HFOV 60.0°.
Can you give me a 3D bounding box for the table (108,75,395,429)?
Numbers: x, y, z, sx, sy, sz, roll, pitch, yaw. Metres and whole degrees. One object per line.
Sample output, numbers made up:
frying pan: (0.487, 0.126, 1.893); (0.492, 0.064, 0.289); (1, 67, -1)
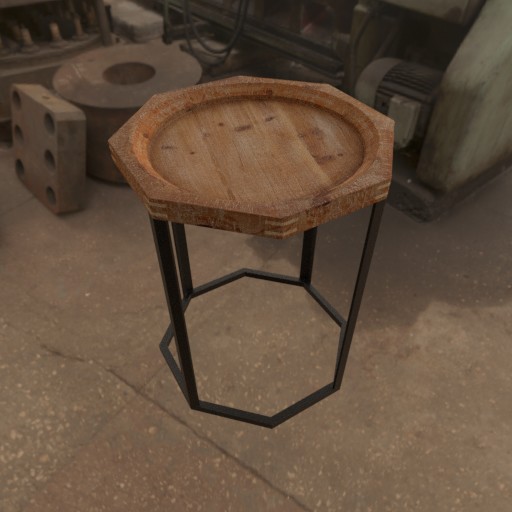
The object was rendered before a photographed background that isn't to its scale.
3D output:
table: (0.000, 0.000, 0.886); (0.458, 0.543, 0.458); (27, 49, 26)
